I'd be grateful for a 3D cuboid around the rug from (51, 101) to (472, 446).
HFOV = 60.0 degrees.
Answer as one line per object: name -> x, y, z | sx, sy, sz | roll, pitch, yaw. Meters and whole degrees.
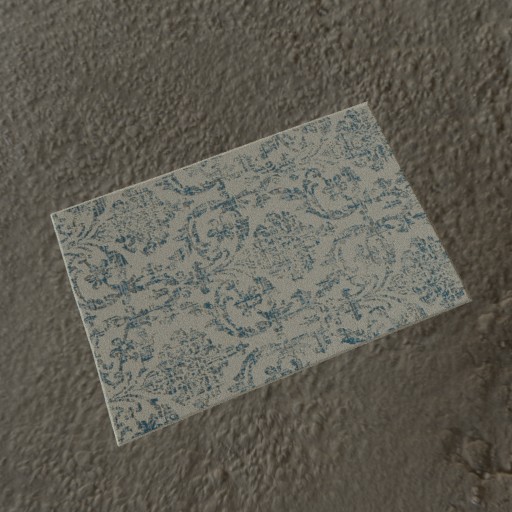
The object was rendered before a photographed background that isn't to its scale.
rug -> 0.000, 0.000, 2.256 | 1.831, 0.012, 1.213 | -21, 76, -5
